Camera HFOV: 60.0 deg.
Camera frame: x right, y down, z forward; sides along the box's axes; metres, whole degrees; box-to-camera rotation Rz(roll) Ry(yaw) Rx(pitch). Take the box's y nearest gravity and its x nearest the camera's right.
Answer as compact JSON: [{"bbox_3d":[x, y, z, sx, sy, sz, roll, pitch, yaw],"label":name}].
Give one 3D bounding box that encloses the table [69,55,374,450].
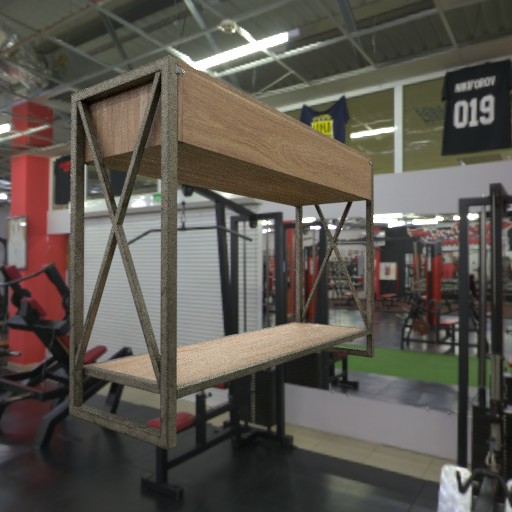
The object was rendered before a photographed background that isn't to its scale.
[{"bbox_3d":[0.000,0.000,1.386,0.361,0.763,1.059,-1,-1,36],"label":"table"}]
